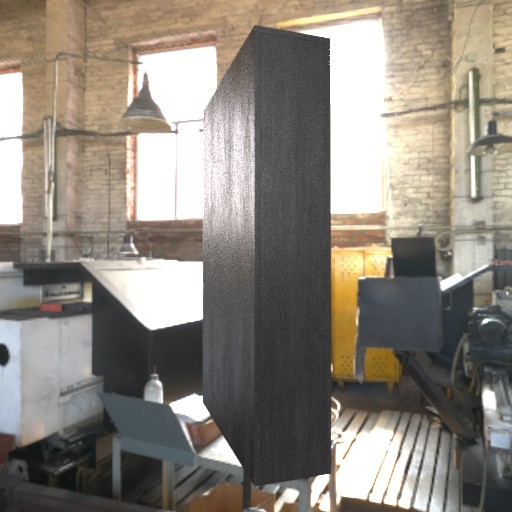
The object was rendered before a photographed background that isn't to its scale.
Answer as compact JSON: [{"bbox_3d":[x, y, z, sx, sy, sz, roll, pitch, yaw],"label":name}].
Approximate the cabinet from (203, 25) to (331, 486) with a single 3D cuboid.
[{"bbox_3d":[0.000,0.000,1.624,0.250,1.280,0.750,0,0,-18],"label":"cabinet"}]
